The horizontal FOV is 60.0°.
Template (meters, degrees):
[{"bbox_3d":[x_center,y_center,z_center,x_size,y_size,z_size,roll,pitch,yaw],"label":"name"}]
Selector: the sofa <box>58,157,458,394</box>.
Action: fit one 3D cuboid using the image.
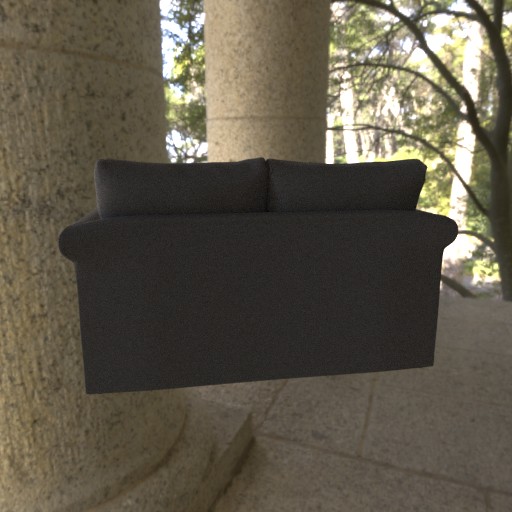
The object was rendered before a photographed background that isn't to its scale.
[{"bbox_3d":[0.000,0.000,1.983,1.460,0.872,0.741,-2,14,-9],"label":"sofa"}]
